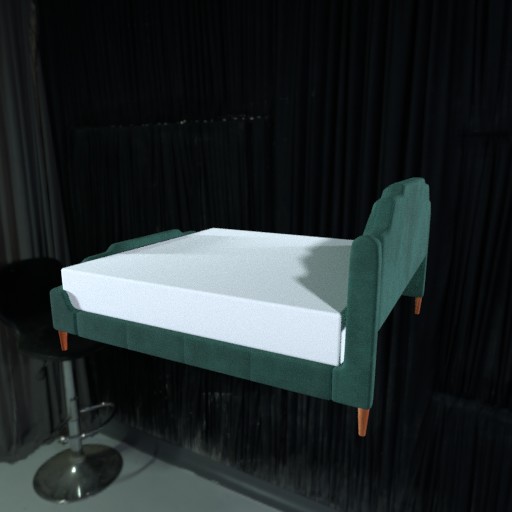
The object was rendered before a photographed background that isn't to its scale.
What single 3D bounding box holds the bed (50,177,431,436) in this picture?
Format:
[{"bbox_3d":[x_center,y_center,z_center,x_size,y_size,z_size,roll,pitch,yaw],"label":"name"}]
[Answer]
[{"bbox_3d":[0.000,0.000,3.518,2.340,1.245,2.074,7,14,26],"label":"bed"}]
